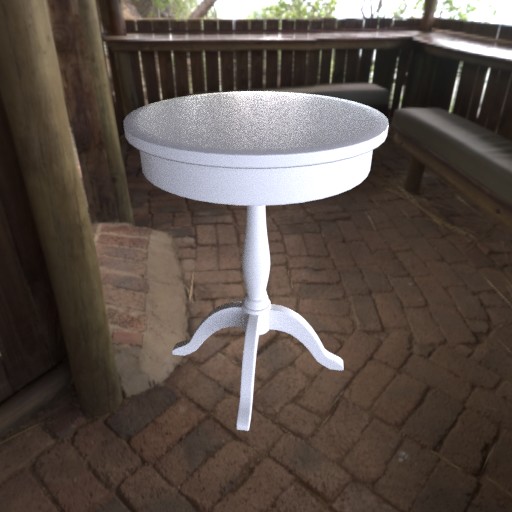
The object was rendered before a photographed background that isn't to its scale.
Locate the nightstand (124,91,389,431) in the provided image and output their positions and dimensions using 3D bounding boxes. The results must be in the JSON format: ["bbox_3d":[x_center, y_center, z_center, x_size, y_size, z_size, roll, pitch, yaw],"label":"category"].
[{"bbox_3d":[0.000,0.000,1.048,0.513,0.653,0.513,9,31,14],"label":"nightstand"}]
